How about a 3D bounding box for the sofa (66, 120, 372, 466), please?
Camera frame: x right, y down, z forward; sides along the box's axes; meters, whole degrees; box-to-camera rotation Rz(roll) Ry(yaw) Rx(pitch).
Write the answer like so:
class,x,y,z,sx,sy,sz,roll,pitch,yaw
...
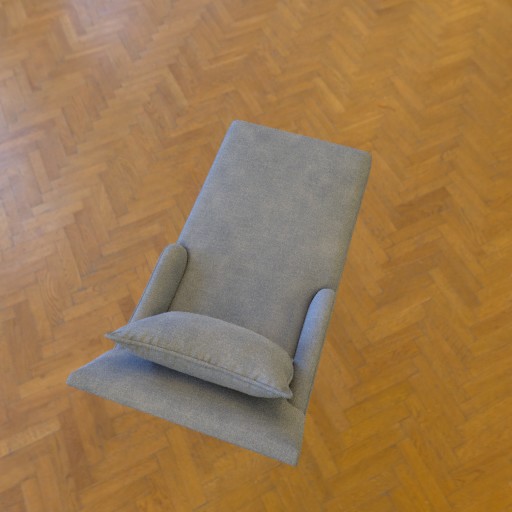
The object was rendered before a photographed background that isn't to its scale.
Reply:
class,x,y,z,sx,sy,sz,roll,pitch,yaw
sofa,0.000,0.000,2.257,0.904,0.883,1.779,16,64,8
